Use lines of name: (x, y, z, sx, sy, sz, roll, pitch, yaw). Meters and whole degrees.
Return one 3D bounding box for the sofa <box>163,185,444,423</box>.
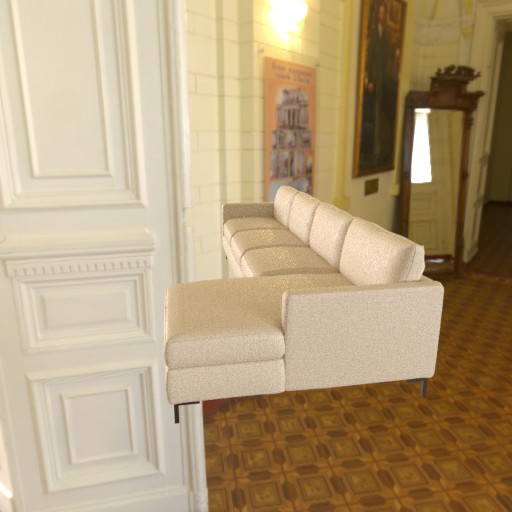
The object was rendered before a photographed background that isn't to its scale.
sofa: (0.000, 0.000, 3.187, 1.258, 0.755, 2.731, -3, 15, -9)
